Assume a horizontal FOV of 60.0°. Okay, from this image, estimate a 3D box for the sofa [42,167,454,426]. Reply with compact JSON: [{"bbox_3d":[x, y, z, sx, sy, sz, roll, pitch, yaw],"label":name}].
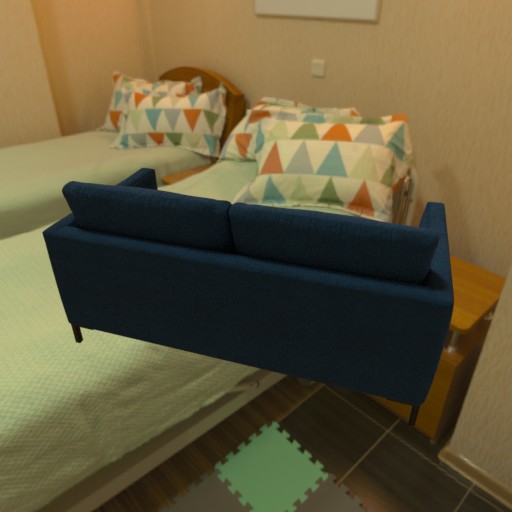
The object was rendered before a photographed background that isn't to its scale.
[{"bbox_3d":[0.000,0.000,2.125,1.676,0.817,0.875,9,32,15],"label":"sofa"}]
